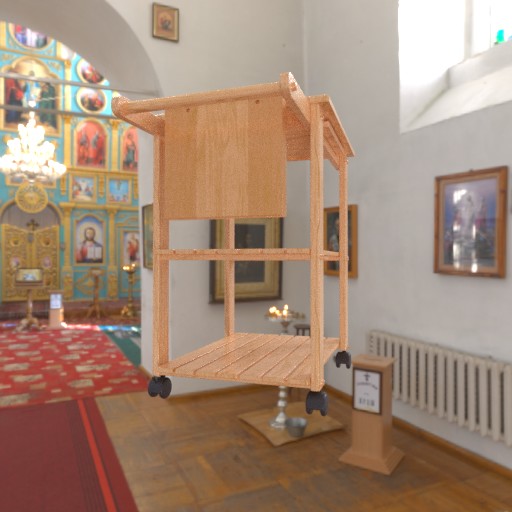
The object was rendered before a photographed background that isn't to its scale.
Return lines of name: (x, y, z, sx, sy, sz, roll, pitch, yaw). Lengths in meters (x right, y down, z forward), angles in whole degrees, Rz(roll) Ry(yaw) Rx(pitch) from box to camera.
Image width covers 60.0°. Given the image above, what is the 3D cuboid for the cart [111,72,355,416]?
cart: (0.000, 0.000, 1.374, 0.520, 0.816, 0.843, 0, -1, 18)
